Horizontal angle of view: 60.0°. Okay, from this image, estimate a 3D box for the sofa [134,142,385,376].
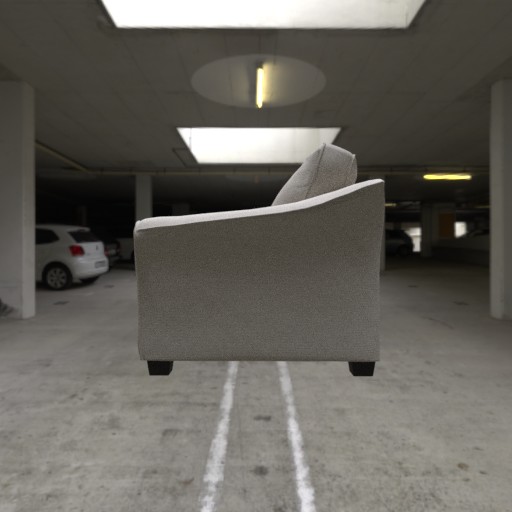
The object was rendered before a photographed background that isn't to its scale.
[{"bbox_3d":[0.000,0.000,2.770,0.980,0.965,2.270,0,0,0],"label":"sofa"}]
